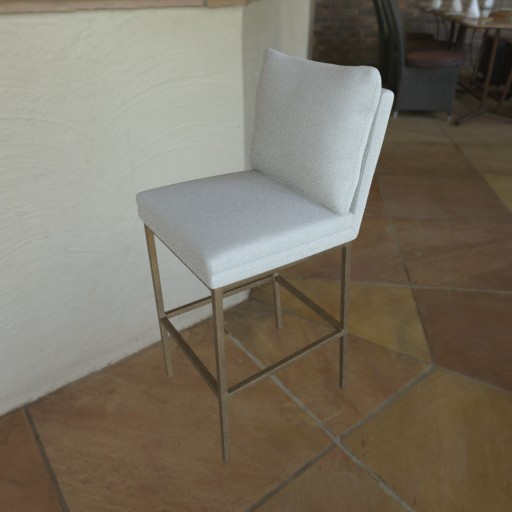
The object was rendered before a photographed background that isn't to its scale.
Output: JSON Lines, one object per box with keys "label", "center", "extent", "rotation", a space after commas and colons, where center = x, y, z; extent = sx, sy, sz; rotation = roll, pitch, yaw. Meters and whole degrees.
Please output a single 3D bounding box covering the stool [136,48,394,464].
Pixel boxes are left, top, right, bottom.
{"label": "stool", "center": [0.000, 0.000, 1.390], "extent": [0.572, 1.125, 0.463], "rotation": [-20, 37, -28]}
